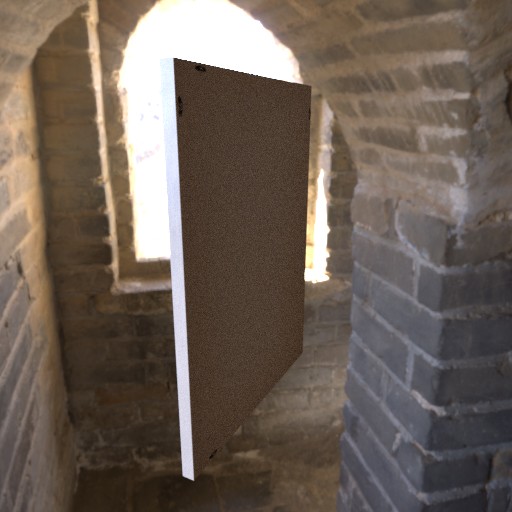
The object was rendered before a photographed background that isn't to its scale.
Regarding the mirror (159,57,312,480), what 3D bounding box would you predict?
[{"bbox_3d":[0.000,0.000,1.341,0.041,1.016,0.762,8,18,26],"label":"mirror"}]
